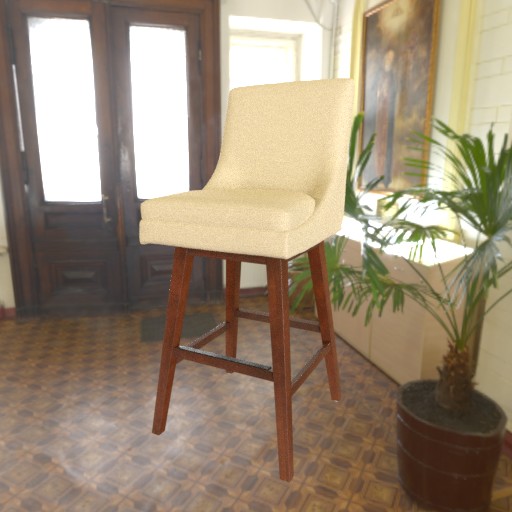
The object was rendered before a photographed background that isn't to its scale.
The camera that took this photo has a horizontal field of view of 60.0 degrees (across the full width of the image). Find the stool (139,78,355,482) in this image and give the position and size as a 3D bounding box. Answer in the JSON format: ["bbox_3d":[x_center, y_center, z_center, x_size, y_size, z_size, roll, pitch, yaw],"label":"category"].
[{"bbox_3d":[0.000,0.000,1.391,0.470,1.097,0.559,7,14,27],"label":"stool"}]
